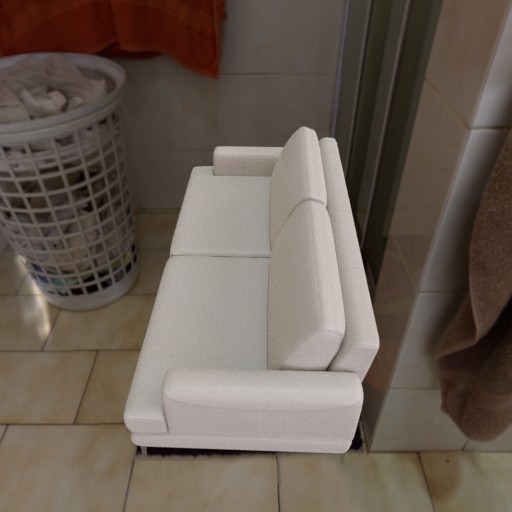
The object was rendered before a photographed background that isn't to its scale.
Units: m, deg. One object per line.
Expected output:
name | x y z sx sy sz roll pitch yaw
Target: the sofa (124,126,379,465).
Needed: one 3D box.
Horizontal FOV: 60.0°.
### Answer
sofa | 0.000 0.000 2.408 0.974 0.765 1.940 1 41 2
